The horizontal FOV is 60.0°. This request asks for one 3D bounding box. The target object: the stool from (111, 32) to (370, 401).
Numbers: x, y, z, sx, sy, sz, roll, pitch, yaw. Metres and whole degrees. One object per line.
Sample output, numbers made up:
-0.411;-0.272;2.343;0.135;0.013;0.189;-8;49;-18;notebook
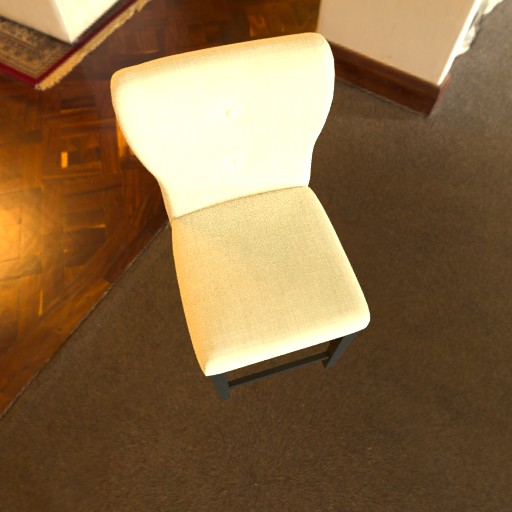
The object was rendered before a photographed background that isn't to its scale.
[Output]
0.000;0.000;1.292;0.514;0.972;0.603;-15;64;-8;stool
